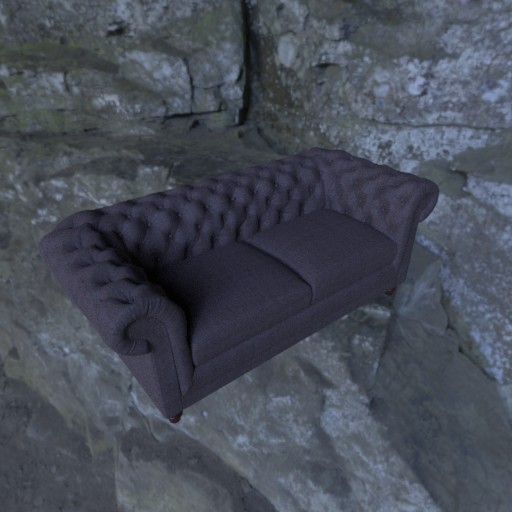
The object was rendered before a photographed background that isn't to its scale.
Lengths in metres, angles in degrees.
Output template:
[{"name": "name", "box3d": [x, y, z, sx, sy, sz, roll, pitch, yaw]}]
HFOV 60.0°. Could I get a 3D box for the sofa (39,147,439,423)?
[{"name": "sofa", "box3d": [0.000, 0.000, 2.517, 2.048, 0.780, 0.944, -22, 38, -32]}]
